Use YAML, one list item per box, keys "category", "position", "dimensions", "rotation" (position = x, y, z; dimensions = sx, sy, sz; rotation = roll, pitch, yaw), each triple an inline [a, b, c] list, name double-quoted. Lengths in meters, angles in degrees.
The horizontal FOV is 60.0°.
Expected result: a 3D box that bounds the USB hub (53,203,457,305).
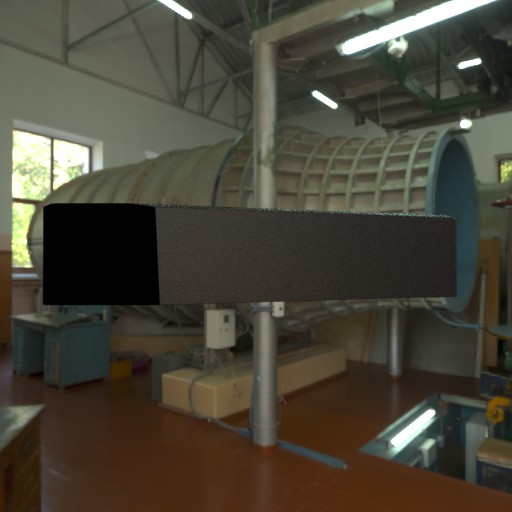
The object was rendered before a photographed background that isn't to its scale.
- category: "USB hub"
  position: [0.000, 0.000, 0.130]
  dimensions: [0.110, 0.023, 0.044]
  rotation: [0, -1, -17]
